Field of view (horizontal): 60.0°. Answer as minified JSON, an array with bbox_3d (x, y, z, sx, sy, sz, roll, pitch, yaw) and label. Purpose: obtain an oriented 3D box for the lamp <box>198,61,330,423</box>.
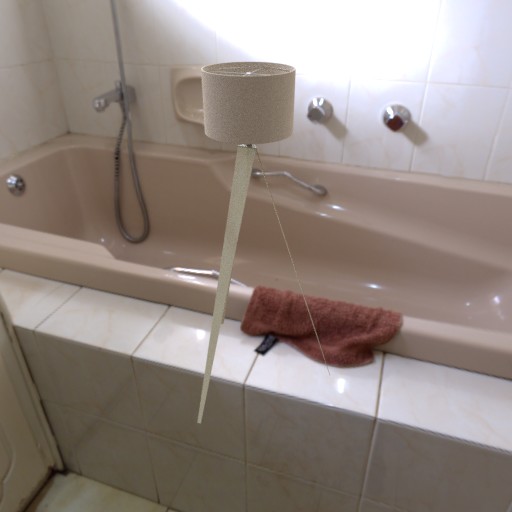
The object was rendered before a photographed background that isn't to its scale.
[{"bbox_3d":[0.000,0.000,1.959,0.724,1.524,0.716,11,33,18],"label":"lamp"}]
